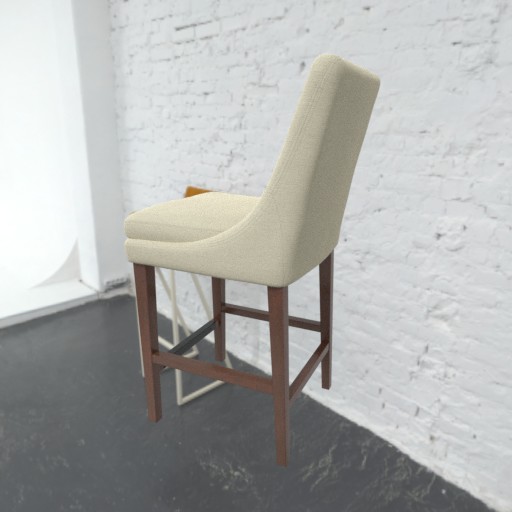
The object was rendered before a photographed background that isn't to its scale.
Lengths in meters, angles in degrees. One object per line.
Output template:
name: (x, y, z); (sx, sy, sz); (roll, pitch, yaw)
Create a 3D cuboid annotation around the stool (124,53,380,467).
stool: (0.000, 0.000, 1.260); (0.577, 0.981, 0.470); (8, 18, 24)
